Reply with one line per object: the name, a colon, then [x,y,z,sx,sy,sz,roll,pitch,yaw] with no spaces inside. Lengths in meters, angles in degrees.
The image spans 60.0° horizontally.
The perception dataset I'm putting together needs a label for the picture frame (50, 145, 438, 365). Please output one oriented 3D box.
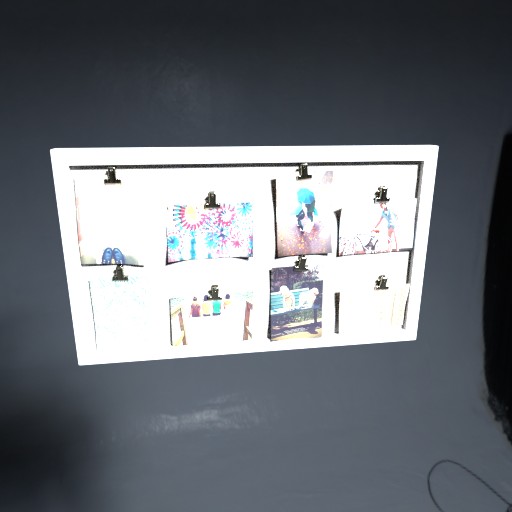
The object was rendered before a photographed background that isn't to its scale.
picture frame: [0.000,0.000,0.794,0.647,0.379,0.044,-3,17,-8]
